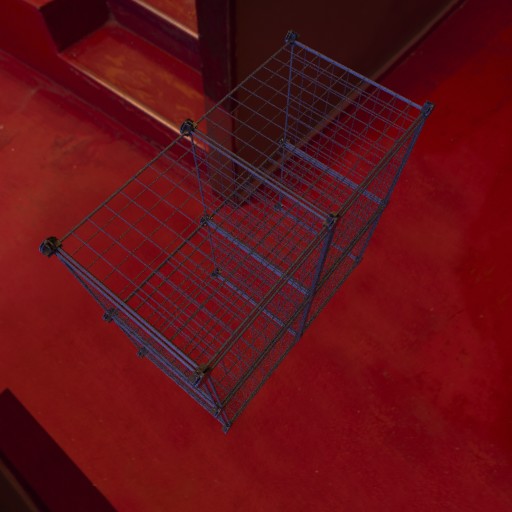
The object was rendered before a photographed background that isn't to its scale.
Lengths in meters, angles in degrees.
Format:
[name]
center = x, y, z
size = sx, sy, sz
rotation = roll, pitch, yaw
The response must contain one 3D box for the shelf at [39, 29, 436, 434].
[shelf]
center = 0.000, 0.000, 1.120
size = 0.356, 0.711, 0.711
rotation = 36, 68, 17
